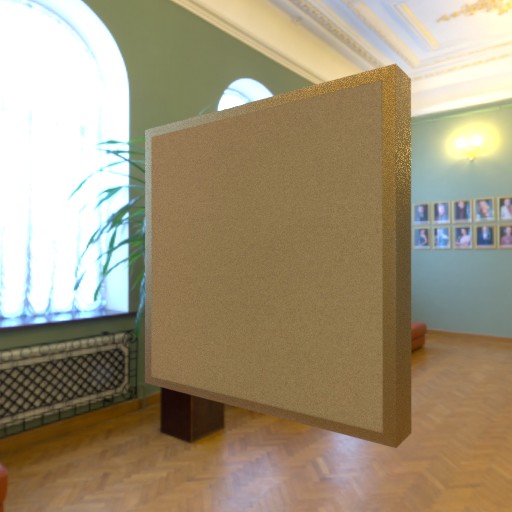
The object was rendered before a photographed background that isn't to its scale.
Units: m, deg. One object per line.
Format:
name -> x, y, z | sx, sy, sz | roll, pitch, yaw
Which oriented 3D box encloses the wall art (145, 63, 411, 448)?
wall art -> 0.000, 0.000, 0.458 | 0.306, 0.305, 0.038 | 0, 0, 37
